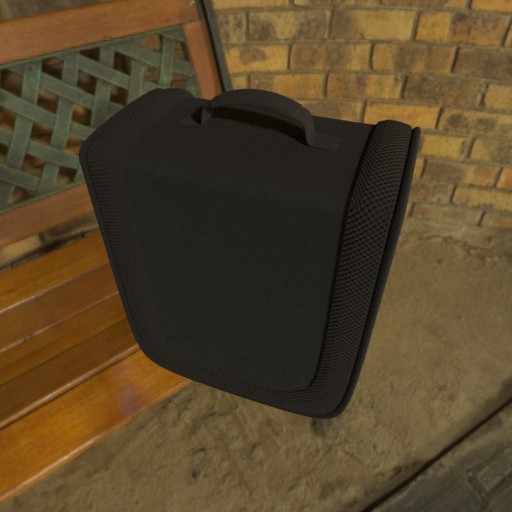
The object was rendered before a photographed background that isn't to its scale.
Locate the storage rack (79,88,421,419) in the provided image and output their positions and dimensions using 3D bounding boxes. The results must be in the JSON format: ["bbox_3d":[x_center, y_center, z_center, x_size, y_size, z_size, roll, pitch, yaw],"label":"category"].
[{"bbox_3d":[0.000,0.000,0.530,0.297,0.387,0.168,14,44,15],"label":"storage rack"}]
